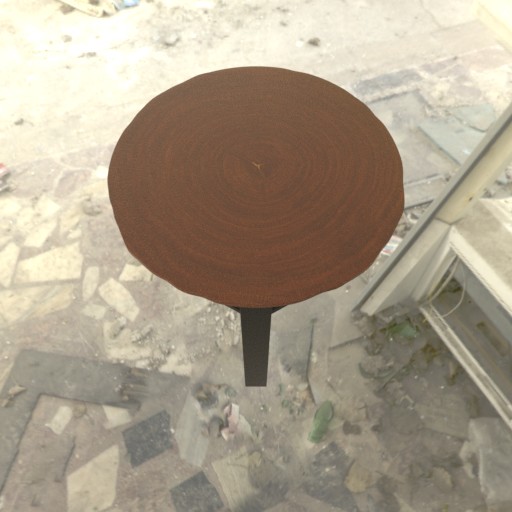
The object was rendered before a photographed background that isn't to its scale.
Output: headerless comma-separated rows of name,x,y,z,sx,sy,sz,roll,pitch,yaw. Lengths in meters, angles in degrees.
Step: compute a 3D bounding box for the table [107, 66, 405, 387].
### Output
table,0.000,0.000,0.765,0.380,0.450,0.410,0,57,0
